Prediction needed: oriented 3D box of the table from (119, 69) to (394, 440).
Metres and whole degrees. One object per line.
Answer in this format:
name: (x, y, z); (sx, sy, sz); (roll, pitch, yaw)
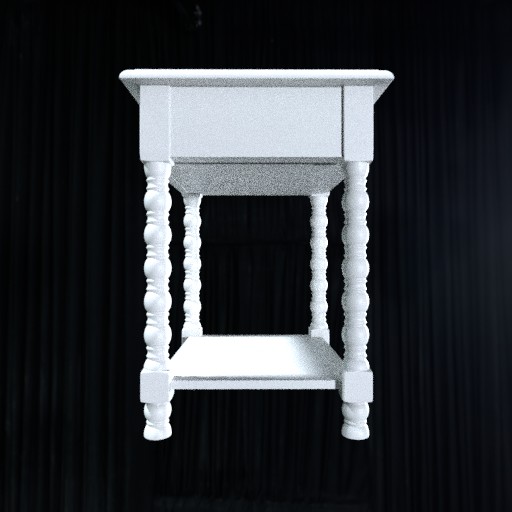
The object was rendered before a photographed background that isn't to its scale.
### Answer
table: (0.000, 0.000, 0.843); (0.381, 0.531, 0.460); (0, 0, 0)
